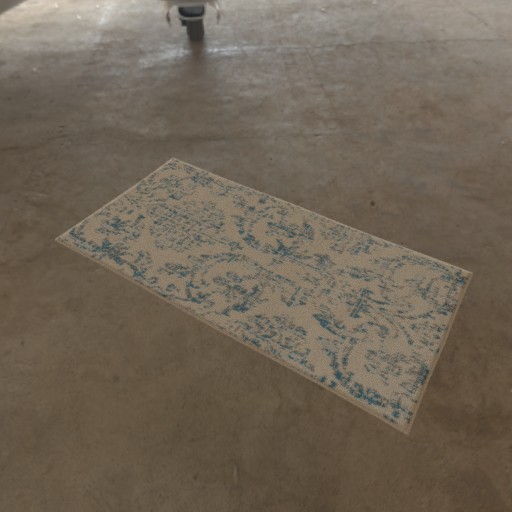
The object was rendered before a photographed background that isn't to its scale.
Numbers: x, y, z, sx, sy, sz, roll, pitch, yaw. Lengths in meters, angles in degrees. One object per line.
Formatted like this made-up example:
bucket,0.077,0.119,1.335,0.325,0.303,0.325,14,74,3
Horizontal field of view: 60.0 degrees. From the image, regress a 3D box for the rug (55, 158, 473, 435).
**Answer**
rug,0.000,0.000,1.431,1.220,0.007,0.605,24,50,23
